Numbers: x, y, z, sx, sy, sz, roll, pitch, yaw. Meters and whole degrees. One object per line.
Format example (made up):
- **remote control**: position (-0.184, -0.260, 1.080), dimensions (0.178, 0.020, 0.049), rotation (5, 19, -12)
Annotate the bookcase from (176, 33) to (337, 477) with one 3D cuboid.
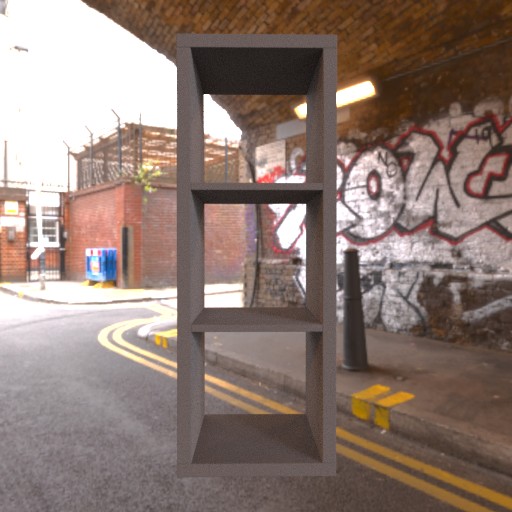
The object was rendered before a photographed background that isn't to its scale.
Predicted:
- **bookcase**: position (0.000, 0.000, 1.246), dimensions (0.390, 1.080, 0.330), rotation (0, 1, -1)
